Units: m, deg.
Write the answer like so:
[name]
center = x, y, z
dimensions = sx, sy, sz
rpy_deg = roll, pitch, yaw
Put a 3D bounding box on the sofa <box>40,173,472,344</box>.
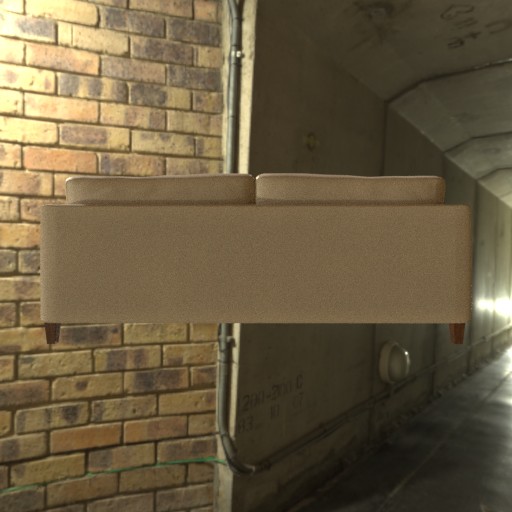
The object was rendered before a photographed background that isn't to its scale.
[sofa]
center = 0.000, 0.000, 2.855
dimensions = 2.361, 0.968, 0.951
rpy_deg = 0, 0, 0
